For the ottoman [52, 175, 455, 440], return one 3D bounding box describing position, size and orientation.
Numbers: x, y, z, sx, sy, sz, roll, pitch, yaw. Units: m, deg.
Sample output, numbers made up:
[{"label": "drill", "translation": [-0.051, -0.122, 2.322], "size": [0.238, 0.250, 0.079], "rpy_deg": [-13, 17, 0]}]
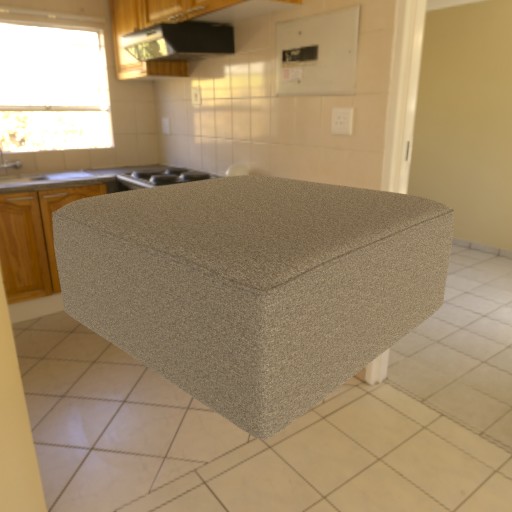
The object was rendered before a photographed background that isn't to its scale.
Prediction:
[{"label": "ottoman", "translation": [0.000, 0.000, 1.576], "size": [1.005, 0.464, 1.015], "rpy_deg": [16, 24, 41]}]
